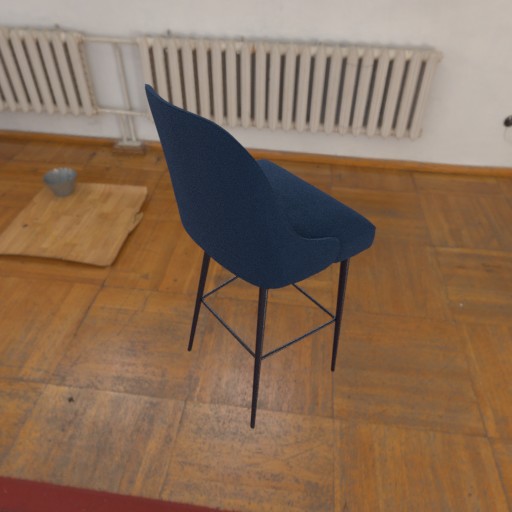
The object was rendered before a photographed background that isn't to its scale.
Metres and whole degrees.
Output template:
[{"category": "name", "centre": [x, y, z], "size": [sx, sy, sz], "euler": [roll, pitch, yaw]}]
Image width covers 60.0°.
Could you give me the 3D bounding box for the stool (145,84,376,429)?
[{"category": "stool", "centre": [0.000, 0.000, 1.372], "size": [0.489, 1.079, 0.527], "euler": [-26, 47, -28]}]
